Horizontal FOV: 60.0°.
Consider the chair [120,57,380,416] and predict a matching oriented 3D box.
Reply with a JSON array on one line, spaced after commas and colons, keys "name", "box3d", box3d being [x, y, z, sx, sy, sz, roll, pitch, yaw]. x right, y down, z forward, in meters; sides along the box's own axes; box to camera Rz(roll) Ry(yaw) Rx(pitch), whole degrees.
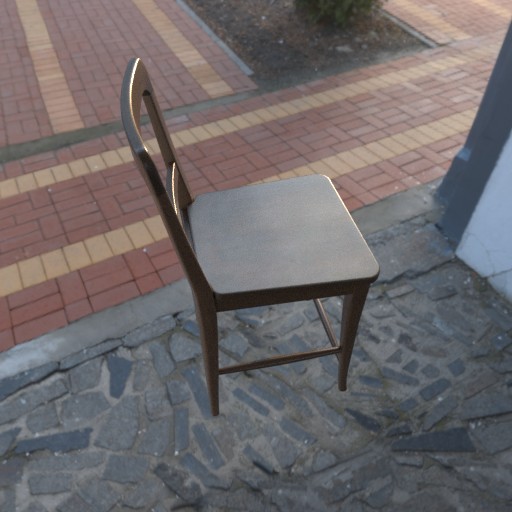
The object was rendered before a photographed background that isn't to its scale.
[{"name": "chair", "box3d": [0.000, 0.000, 1.254, 0.546, 0.991, 0.450, -9, 46, -9]}]
